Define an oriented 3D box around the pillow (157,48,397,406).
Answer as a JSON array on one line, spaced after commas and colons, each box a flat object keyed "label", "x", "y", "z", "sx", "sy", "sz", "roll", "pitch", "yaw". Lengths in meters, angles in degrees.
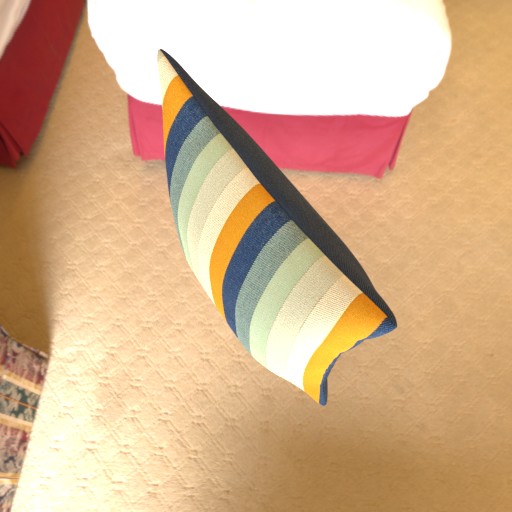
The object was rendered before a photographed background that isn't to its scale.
[{"label": "pillow", "x": 0.000, "y": 0.000, "z": 0.696, "sx": 0.173, "sy": 0.454, "sz": 0.463, "roll": -31, "pitch": 66, "yaw": -15}]
